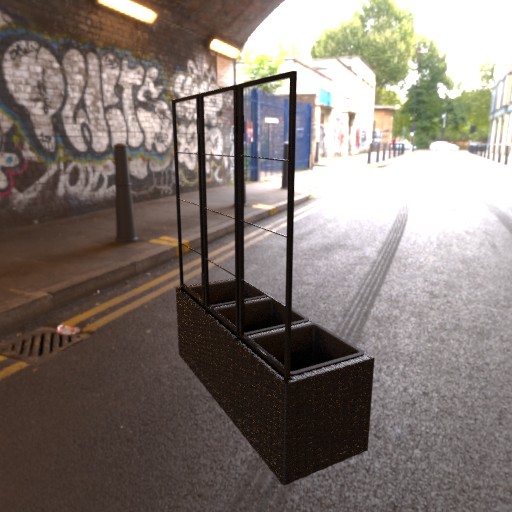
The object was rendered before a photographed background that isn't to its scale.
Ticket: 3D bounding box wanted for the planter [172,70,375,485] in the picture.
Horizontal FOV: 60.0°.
[{"bbox_3d":[0.000,0.000,1.204,0.244,0.841,0.698,-8,17,-27],"label":"planter"}]
